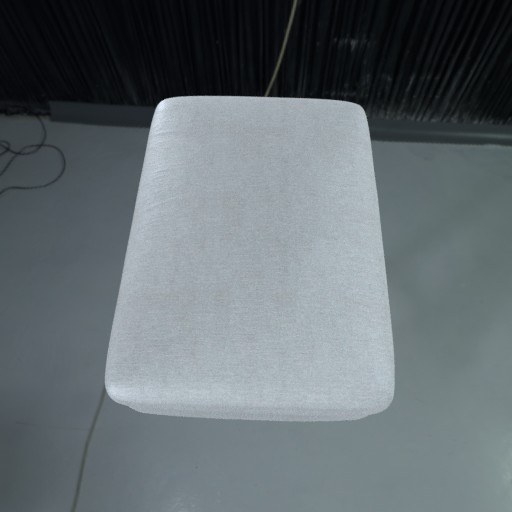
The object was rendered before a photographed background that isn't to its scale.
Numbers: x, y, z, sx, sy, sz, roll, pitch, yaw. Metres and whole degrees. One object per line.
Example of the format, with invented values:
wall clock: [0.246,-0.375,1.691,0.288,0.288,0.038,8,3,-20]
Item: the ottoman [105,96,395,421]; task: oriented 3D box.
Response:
ottoman: [0.000,0.000,1.046,0.528,0.404,0.735,2,63,1]
